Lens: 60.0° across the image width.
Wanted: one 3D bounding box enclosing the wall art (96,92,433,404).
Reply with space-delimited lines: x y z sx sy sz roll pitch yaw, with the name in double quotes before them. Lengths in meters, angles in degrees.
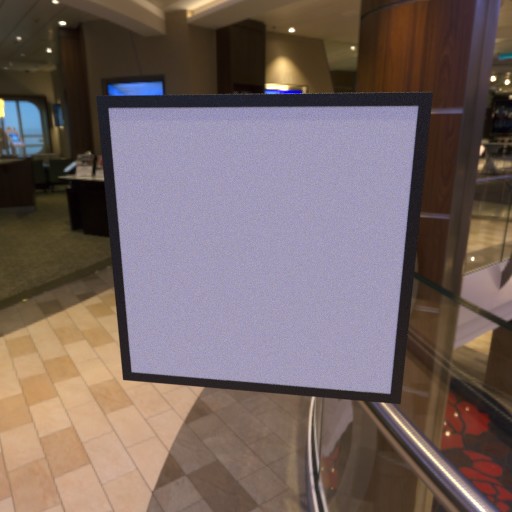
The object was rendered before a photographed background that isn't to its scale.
"wall art" 0.000 0.000 1.175 0.807 0.807 0.022 2 16 8
